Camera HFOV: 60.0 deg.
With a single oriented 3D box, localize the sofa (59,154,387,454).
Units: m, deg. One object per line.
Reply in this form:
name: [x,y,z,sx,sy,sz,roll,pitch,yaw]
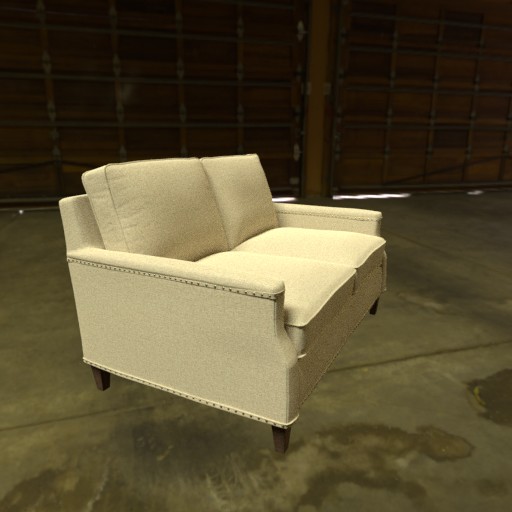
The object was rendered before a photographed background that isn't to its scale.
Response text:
sofa: [0.000,0.000,2.316,1.084,1.003,1.597,8,17,26]
